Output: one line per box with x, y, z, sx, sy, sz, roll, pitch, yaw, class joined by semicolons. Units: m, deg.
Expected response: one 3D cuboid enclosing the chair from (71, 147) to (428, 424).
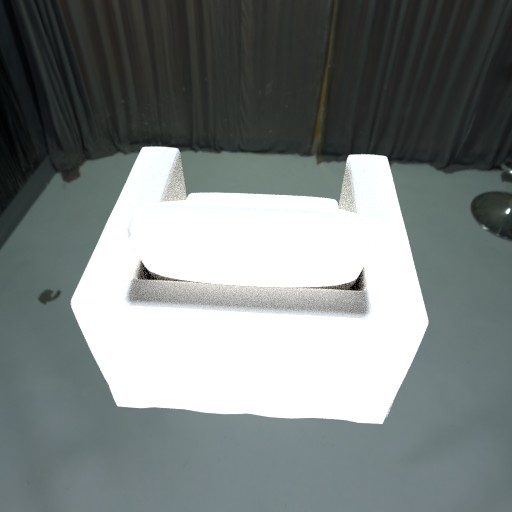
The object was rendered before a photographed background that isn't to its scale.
0.000;0.000;1.826;1.150;0.878;0.957;3;45;3;chair
